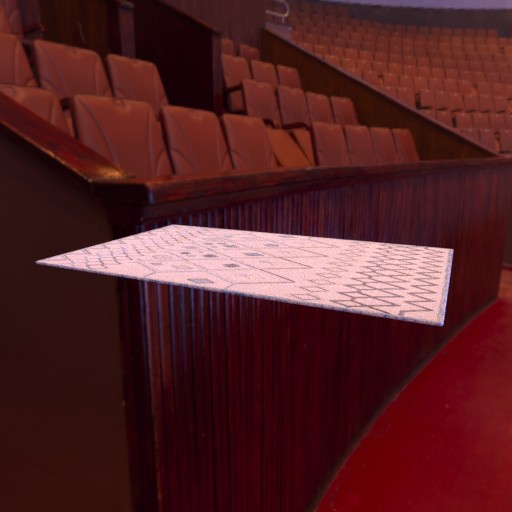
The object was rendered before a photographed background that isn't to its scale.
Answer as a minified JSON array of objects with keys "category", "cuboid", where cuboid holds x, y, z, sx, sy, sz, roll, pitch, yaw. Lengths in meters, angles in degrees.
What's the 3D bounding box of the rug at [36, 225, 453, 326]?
[{"category":"rug","cuboid":[0.000,0.000,3.030,2.439,0.015,1.524,6,15,24]}]
